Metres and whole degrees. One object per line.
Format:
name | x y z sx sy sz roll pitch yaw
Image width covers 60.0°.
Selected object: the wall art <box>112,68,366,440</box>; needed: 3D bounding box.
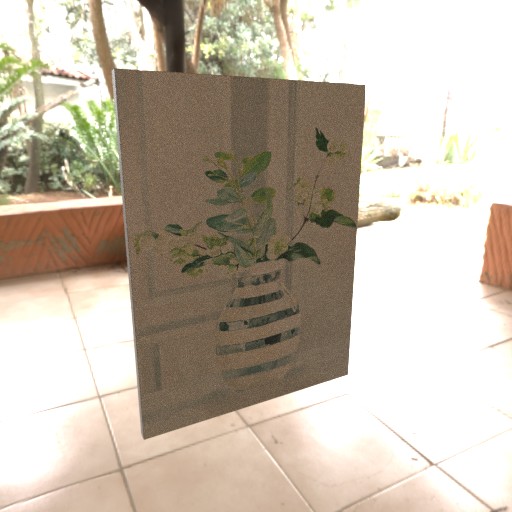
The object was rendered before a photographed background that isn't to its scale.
wall art | 0.000 0.000 1.617 0.914 1.212 0.038 -8 18 -27
